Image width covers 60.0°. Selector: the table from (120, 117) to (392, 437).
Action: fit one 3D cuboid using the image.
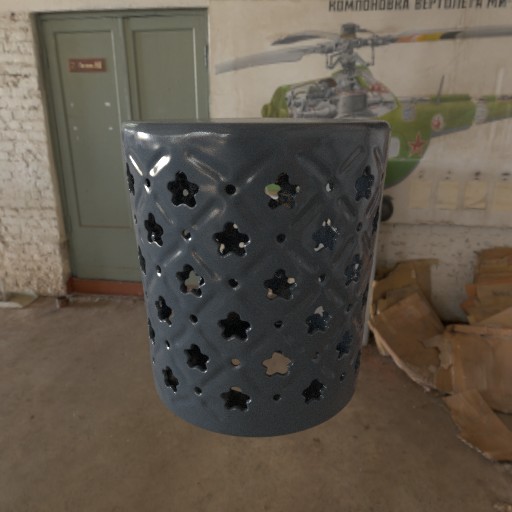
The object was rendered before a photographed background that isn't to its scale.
[{"bbox_3d":[0.000,0.000,0.650,0.352,0.387,0.352,0,18,0],"label":"table"}]
